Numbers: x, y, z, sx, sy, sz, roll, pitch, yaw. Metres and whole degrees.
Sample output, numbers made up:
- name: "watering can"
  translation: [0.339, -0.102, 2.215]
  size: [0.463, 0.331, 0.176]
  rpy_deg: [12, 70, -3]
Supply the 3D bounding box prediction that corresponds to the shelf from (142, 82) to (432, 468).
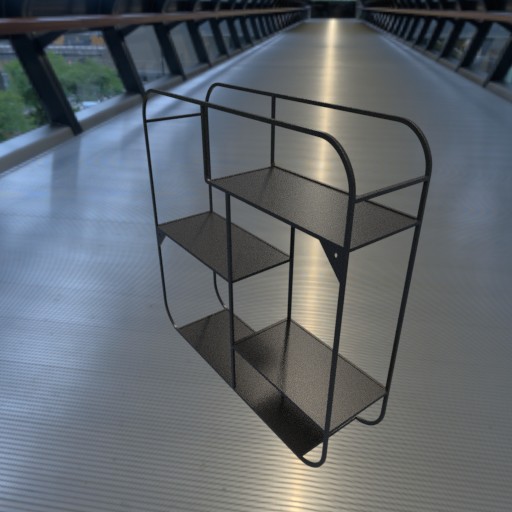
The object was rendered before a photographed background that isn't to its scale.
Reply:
- name: "shelf"
  translation: [0.000, 0.000, 0.895]
  size: [0.160, 0.600, 0.600]
  rpy_deg: [-20, 34, -32]
